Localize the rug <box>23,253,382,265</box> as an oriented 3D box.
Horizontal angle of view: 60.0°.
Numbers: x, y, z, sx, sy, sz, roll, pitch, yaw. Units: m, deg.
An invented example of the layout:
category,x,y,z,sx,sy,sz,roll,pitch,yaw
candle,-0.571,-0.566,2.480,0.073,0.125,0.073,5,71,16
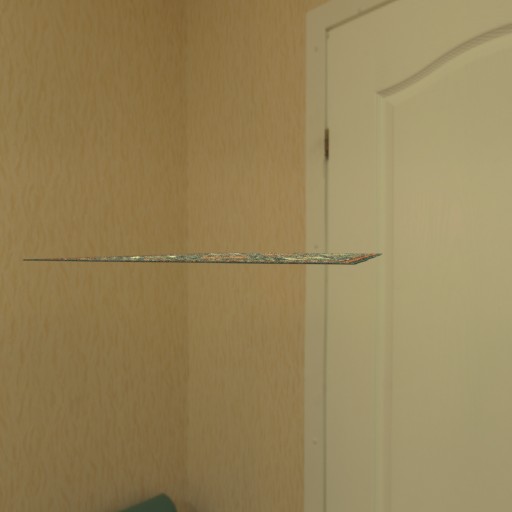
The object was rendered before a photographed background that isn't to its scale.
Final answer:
category,x,y,z,sx,sy,sz,roll,pitch,yaw
rug,0.000,0.000,4.183,2.190,0.008,3.371,0,1,18
